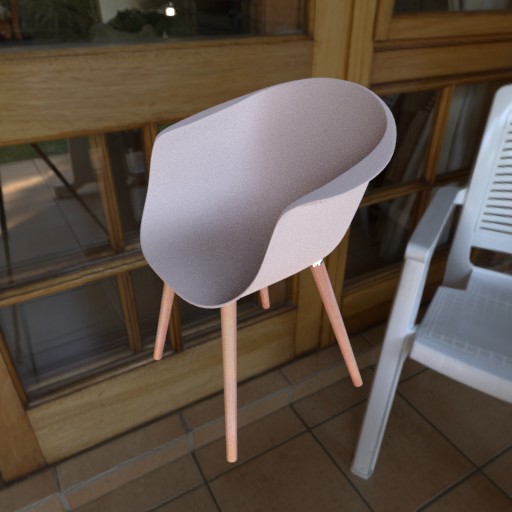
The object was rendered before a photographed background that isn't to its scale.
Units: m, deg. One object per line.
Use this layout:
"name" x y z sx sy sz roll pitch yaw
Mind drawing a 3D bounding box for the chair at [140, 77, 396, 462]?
"chair" 0.000 0.000 1.110 0.504 0.781 0.593 -20 37 -30
